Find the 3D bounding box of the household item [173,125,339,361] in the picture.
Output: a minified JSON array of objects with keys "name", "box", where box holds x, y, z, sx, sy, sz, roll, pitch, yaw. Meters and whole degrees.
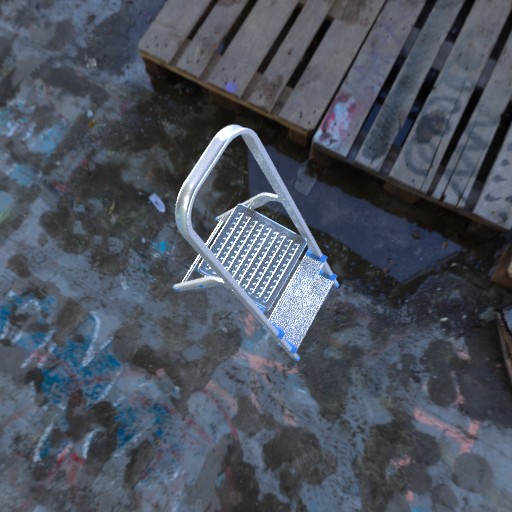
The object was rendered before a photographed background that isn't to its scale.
[{"name":"household item","box":[0.000,0.000,1.540,0.687,1.215,0.420,29,78,7]}]
